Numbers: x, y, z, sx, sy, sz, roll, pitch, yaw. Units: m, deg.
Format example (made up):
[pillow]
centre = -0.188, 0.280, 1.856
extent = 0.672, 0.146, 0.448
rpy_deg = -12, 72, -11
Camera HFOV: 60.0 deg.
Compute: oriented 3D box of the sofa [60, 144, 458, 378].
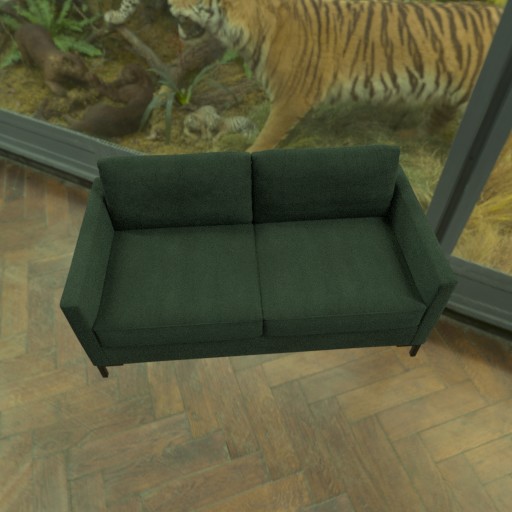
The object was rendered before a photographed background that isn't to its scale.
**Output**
[sofa]
centre = 0.000, 0.000, 2.242
extent = 1.676, 0.817, 0.875
rpy_deg = -3, 48, -3
